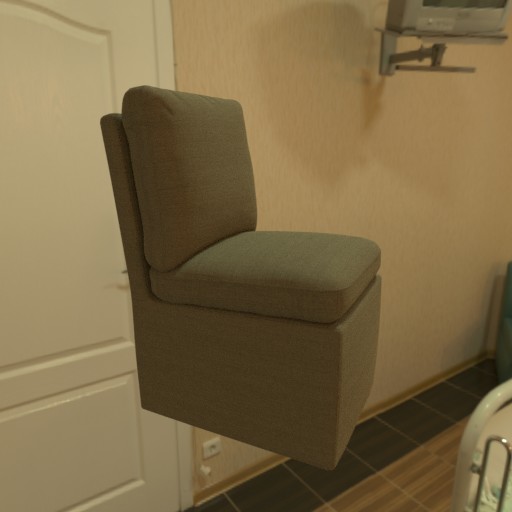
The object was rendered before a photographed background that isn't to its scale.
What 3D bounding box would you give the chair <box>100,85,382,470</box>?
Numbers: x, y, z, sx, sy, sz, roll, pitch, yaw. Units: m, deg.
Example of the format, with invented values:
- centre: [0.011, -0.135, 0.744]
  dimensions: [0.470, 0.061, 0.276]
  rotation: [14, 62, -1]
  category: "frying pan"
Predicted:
- centre: [0.000, 0.000, 1.316]
  dimensions: [0.698, 0.927, 0.503]
  rotation: [7, 16, 25]
  category: "chair"
